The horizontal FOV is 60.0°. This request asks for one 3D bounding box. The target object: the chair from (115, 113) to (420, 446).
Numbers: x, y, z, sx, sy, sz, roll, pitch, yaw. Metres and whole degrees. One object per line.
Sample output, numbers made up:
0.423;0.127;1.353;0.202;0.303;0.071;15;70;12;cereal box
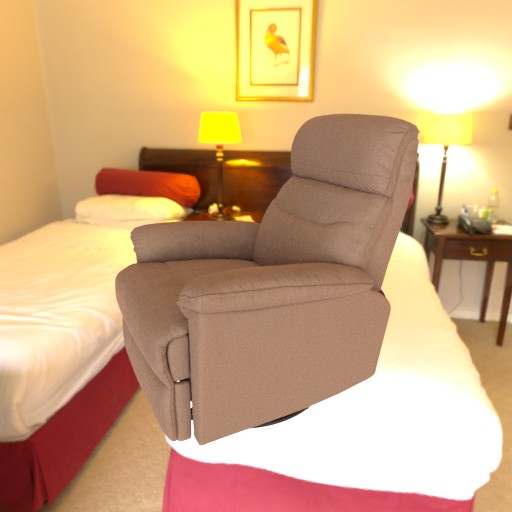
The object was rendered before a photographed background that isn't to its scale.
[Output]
0.000;0.000;1.696;1.004;1.037;0.820;-9;20;-25;chair
